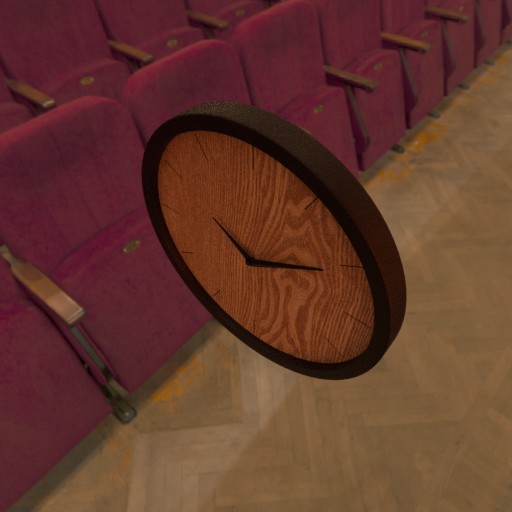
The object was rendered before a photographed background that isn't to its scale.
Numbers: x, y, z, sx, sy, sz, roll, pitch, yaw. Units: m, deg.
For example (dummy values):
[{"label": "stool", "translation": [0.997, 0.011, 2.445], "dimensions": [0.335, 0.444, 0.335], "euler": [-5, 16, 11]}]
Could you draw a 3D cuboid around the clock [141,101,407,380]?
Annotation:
[{"label": "clock", "translation": [0.000, 0.000, 0.457], "dimensions": [0.314, 0.314, 0.029], "euler": [31, 54, 26]}]
